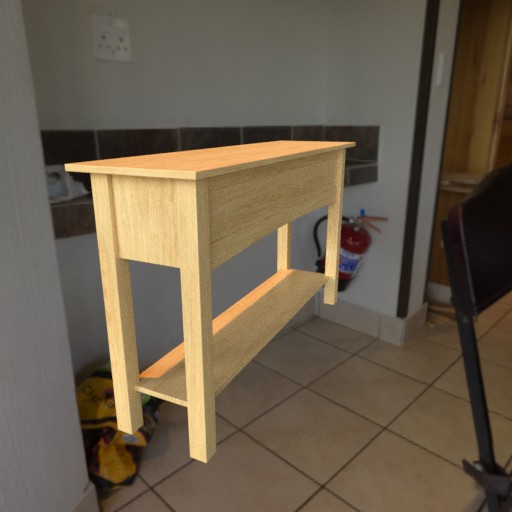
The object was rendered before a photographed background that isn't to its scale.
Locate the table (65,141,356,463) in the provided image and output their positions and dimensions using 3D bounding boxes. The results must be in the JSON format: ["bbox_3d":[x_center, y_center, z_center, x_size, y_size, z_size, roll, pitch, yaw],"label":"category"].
[{"bbox_3d":[0.000,0.000,1.558,0.350,0.730,1.240,8,19,25],"label":"table"}]
